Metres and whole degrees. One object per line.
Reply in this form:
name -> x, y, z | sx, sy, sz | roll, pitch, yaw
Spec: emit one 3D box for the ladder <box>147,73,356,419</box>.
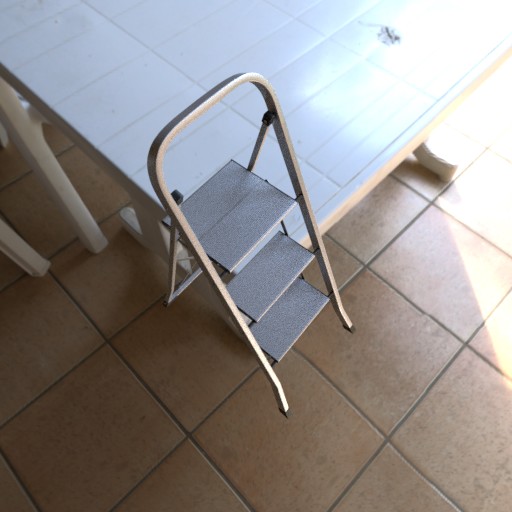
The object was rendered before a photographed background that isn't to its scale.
ladder -> 0.000, 0.000, 1.415 | 0.704, 1.070, 0.465 | 36, 66, 19
